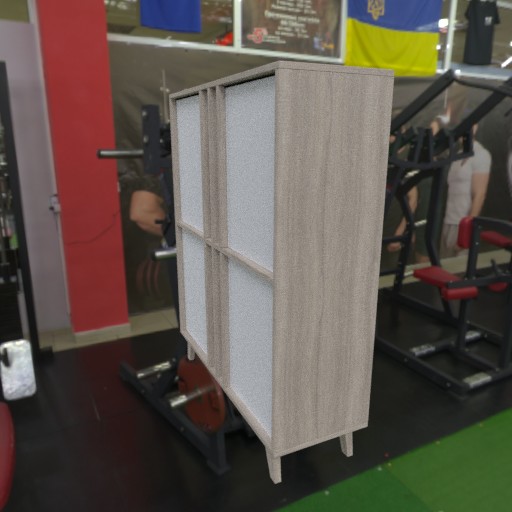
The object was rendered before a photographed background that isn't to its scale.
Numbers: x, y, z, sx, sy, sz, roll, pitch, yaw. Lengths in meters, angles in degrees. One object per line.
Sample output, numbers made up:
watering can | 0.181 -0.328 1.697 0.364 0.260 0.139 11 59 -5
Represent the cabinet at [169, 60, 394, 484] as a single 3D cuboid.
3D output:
cabinet | 0.000 0.000 1.920 0.398 1.388 1.111 -7 17 -25
